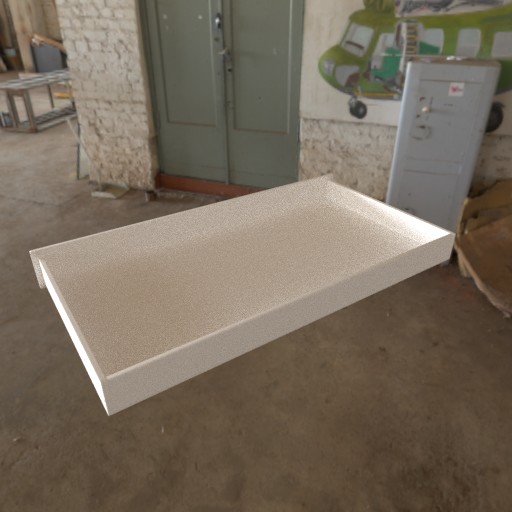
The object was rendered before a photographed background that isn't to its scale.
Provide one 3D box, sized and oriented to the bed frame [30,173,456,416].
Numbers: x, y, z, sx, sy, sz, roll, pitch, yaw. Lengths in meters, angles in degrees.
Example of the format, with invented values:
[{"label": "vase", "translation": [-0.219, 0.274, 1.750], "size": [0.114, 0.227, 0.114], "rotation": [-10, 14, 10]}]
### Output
[{"label": "bed frame", "translation": [0.000, 0.000, 1.529], "size": [1.300, 0.141, 0.670], "rotation": [-19, 35, -29]}]
